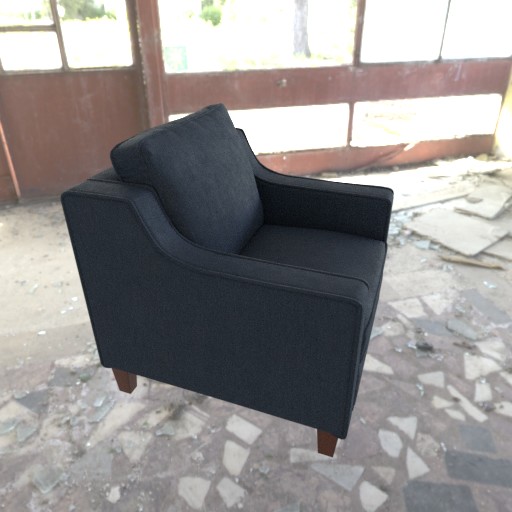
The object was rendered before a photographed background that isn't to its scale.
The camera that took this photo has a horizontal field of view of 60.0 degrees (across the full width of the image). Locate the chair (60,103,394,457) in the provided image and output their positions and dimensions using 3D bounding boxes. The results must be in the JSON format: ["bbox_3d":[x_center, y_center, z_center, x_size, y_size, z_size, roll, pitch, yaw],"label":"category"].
[{"bbox_3d":[0.000,0.000,1.642,0.909,0.960,0.831,10,32,18],"label":"chair"}]
